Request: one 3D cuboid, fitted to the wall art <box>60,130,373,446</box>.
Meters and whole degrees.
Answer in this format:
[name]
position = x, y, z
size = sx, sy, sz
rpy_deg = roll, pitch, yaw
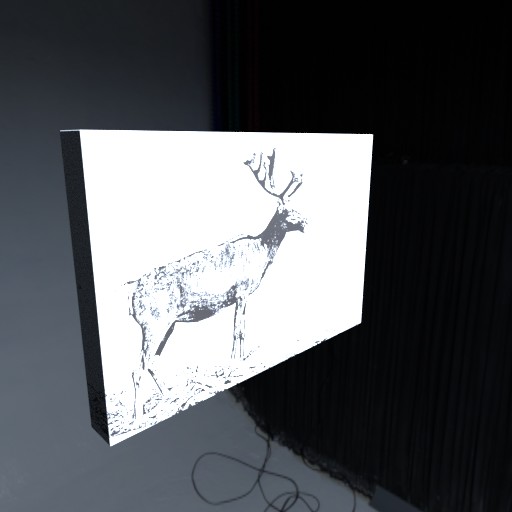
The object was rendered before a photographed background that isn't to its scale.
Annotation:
[wall art]
position = 0.000, 0.000, 0.486
size = 0.381, 0.259, 0.038
rpy_deg = -14, 20, -42
